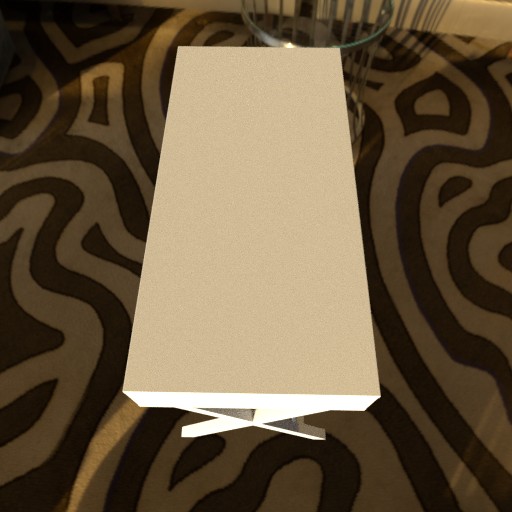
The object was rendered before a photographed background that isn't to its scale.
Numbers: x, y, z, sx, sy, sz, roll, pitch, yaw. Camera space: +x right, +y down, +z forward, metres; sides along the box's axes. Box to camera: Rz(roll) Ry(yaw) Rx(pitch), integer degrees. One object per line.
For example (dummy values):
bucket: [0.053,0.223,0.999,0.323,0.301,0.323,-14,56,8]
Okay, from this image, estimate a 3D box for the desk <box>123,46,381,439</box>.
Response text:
desk: [0.000,0.000,1.464,0.509,0.780,1.059,1,61,1]
